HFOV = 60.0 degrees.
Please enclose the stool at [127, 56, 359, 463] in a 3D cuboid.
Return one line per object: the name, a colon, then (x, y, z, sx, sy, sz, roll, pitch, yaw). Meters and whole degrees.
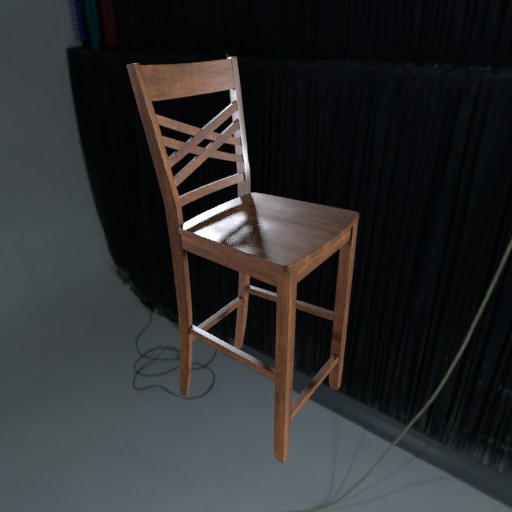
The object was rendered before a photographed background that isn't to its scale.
stool: (0.000, 0.000, 1.367, 0.504, 1.098, 0.426, 17, 32, 31)
